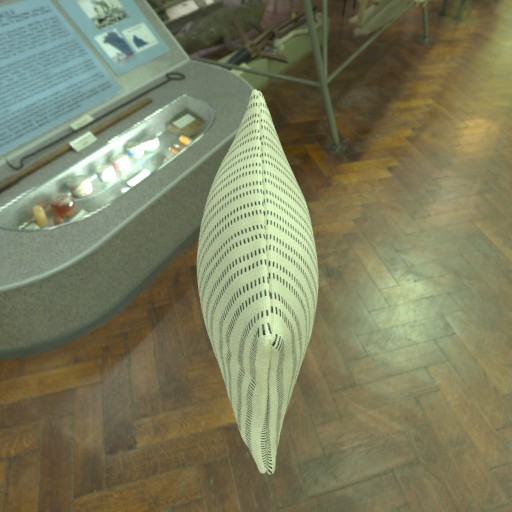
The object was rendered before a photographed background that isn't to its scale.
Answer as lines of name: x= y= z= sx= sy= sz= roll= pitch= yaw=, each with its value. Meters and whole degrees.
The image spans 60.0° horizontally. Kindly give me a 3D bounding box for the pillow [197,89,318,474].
pillow: x=0.000 y=0.000 z=0.806 sx=0.210 sy=0.353 sz=0.640 roll=-1 pitch=44 yaw=-1
